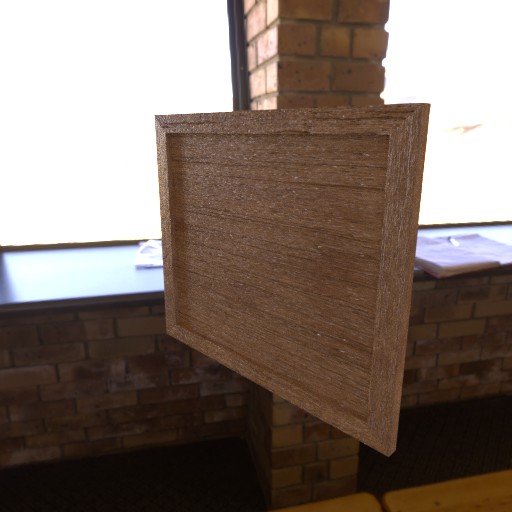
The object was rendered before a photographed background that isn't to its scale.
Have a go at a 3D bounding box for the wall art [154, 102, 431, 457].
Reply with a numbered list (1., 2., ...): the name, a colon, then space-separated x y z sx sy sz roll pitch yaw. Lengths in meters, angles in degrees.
1. wall art: 0.000 0.000 0.942 0.026 0.588 0.690 -15 22 -42
